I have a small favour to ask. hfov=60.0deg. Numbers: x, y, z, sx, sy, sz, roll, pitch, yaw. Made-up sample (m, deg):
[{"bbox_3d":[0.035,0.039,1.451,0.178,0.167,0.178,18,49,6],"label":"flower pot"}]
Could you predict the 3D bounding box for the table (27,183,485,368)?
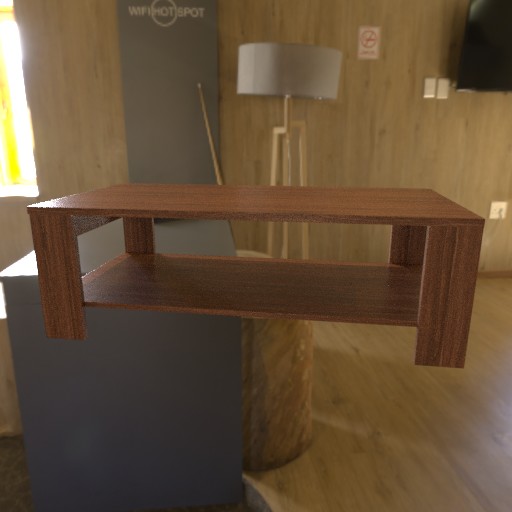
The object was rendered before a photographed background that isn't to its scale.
[{"bbox_3d":[0.000,0.000,1.485,1.200,0.400,0.600,2,16,8],"label":"table"}]
